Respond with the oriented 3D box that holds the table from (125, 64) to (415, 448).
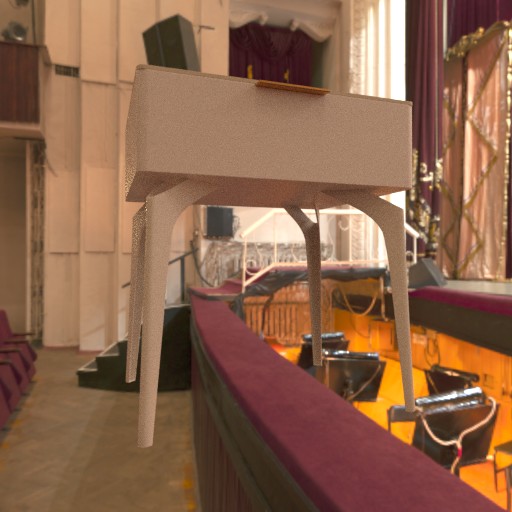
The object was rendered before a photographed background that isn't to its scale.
[{"bbox_3d":[0.000,0.000,0.910,0.500,0.570,0.400,0,-1,-19],"label":"table"}]
